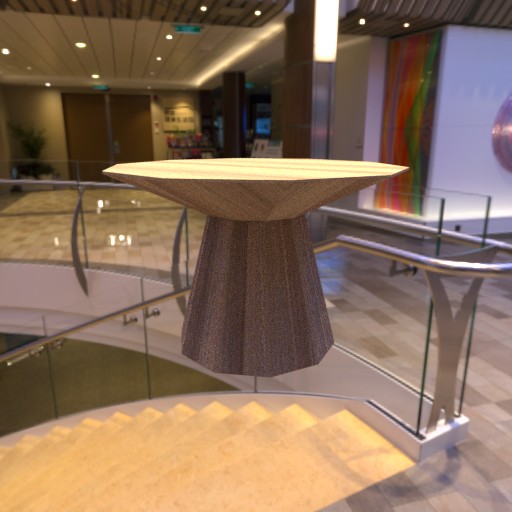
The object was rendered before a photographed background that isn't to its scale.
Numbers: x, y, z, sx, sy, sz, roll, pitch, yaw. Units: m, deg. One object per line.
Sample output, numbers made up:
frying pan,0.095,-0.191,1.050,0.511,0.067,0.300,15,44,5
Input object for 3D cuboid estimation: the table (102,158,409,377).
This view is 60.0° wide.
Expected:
table,0.000,0.000,1.882,1.186,0.752,1.186,0,15,0
